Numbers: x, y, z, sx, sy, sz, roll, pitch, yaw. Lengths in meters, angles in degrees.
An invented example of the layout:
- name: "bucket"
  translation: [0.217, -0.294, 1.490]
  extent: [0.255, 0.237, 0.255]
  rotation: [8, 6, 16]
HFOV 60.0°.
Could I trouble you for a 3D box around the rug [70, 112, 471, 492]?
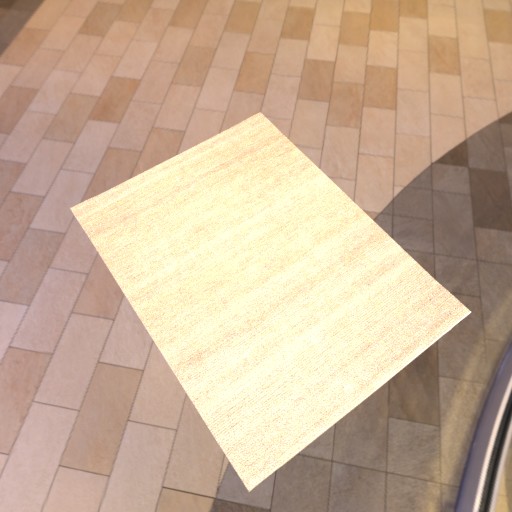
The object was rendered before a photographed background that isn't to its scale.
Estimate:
- name: "rug"
  translation: [0.000, 0.000, 4.303]
  extent: [2.467, 0.046, 3.245]
  rotation: [-32, 64, -18]
